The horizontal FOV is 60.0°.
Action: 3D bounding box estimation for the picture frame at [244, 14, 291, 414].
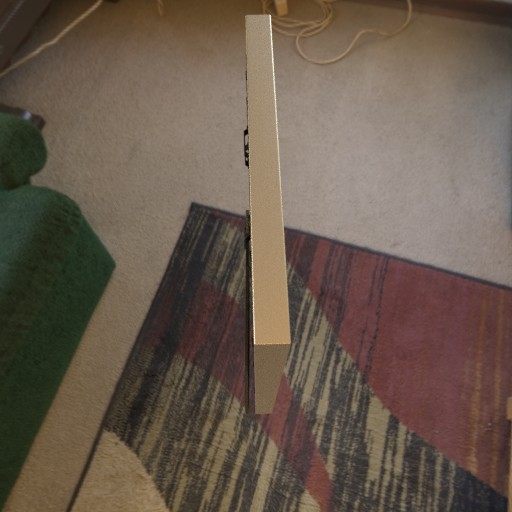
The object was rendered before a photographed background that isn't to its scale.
[{"bbox_3d":[0.000,0.000,0.515,0.036,0.386,0.307,-1,64,-1],"label":"picture frame"}]
